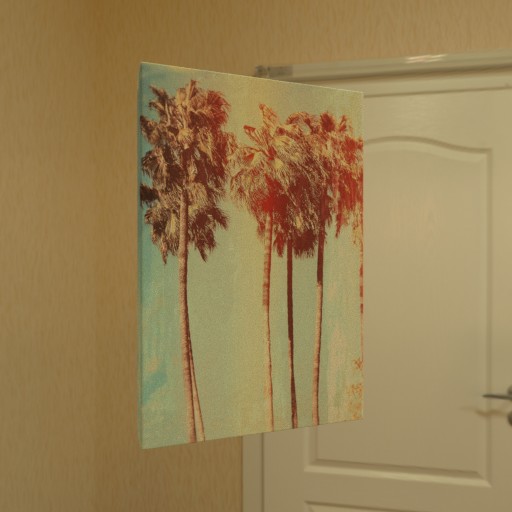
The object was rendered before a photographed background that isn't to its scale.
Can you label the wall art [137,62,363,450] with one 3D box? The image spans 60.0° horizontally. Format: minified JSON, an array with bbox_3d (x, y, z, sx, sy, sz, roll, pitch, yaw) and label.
[{"bbox_3d":[0.000,0.000,0.490,0.251,0.380,0.039,0,0,-19],"label":"wall art"}]
